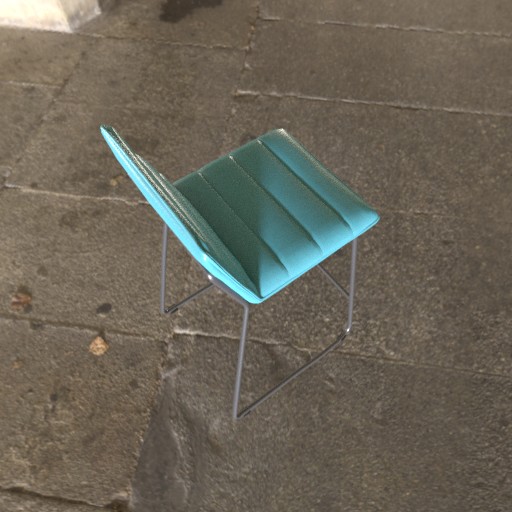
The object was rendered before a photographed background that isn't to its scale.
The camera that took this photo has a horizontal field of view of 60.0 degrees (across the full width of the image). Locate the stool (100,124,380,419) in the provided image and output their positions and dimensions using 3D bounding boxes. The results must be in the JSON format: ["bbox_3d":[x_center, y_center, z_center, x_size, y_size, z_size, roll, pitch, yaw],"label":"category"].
[{"bbox_3d":[0.000,0.000,1.246,0.524,0.936,0.489,-32,63,-19],"label":"stool"}]
